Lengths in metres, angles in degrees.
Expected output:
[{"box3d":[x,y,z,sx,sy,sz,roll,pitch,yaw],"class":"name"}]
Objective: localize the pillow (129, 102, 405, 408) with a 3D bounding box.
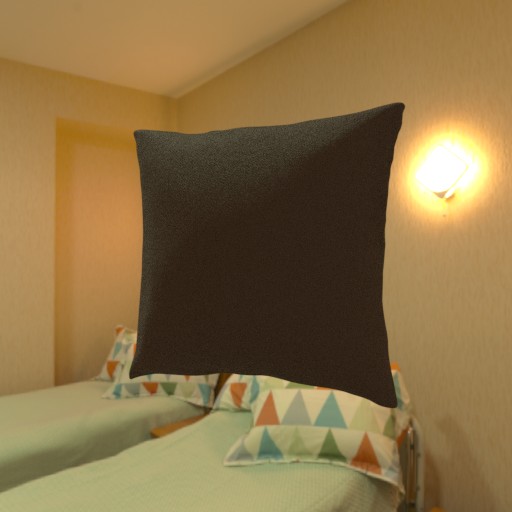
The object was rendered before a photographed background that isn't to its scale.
[{"box3d":[0.000,0.000,0.706,0.452,0.439,0.204,0,-1,17],"class":"pillow"}]
